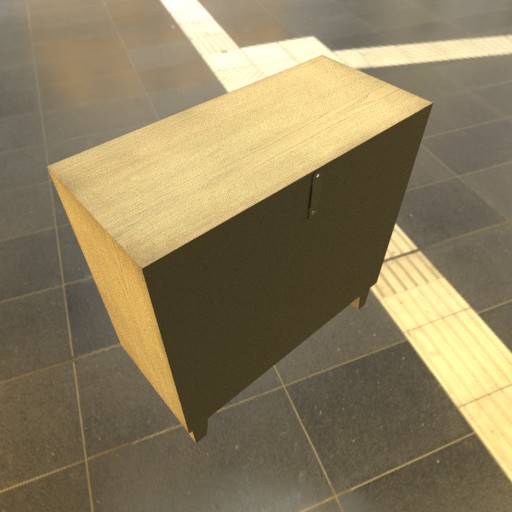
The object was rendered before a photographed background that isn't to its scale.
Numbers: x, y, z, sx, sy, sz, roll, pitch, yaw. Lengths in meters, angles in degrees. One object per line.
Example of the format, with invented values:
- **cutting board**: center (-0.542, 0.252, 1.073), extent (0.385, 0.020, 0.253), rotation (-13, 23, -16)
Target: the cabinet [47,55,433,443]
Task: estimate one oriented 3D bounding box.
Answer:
- **cabinet**: center (0.000, 0.000, 1.239), extent (0.781, 0.787, 0.370), rotation (-33, 55, -27)
